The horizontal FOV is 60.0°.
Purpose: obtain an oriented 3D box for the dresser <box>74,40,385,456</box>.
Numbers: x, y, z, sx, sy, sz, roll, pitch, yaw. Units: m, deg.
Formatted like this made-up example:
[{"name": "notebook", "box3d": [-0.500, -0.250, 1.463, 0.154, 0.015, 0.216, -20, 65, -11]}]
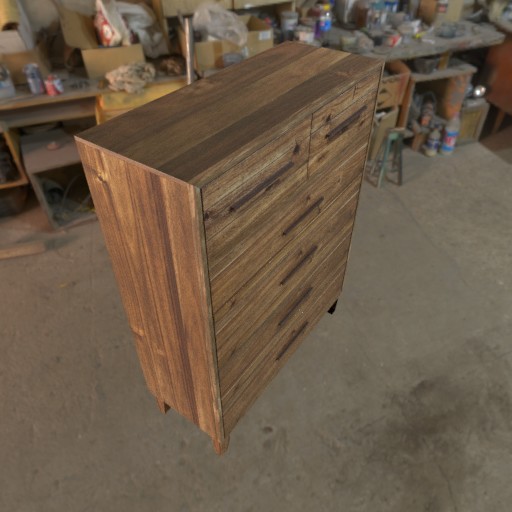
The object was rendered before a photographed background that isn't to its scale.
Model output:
[{"name": "dresser", "box3d": [0.000, 0.000, 1.872, 0.442, 1.393, 1.062, 25, 47, 26]}]
